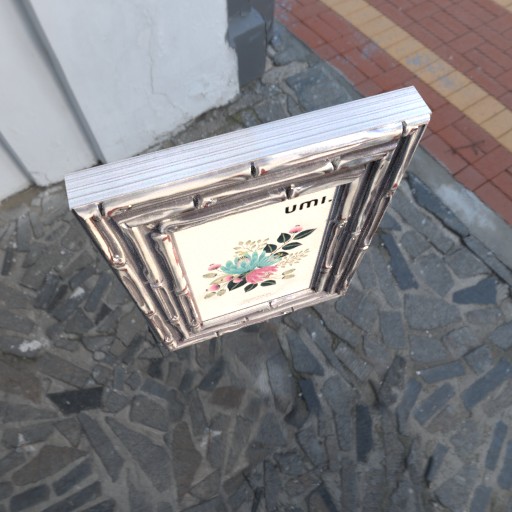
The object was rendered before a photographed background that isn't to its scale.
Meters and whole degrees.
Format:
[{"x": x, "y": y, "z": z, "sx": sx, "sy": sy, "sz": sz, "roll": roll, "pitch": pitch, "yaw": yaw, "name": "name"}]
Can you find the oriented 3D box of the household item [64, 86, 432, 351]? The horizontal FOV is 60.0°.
[{"x": 0.000, "y": 0.000, "z": 0.291, "sx": 0.165, "sy": 0.216, "sz": 0.025, "roll": -17, "pitch": 64, "yaw": -8, "name": "household item"}]
